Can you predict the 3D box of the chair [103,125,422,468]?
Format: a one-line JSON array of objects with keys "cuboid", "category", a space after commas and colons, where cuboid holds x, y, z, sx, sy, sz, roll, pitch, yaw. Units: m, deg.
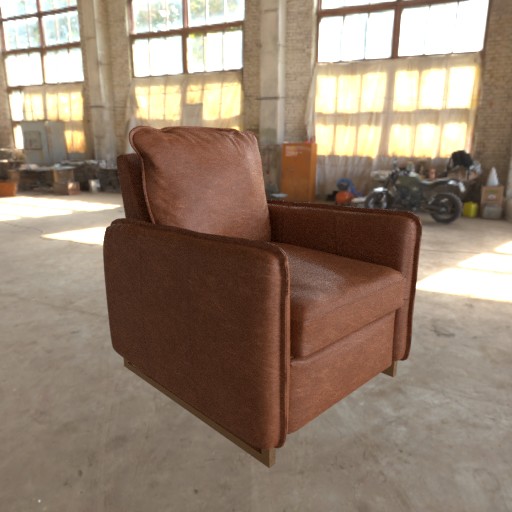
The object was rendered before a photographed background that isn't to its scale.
[{"cuboid": [0.000, 0.000, 1.621, 0.830, 0.922, 0.922, -14, 20, -43], "category": "chair"}]
